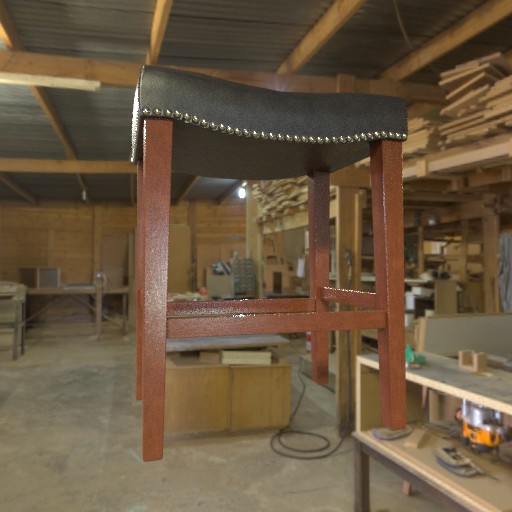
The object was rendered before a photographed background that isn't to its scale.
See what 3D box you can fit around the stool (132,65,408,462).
[{"bbox_3d":[0.000,0.000,0.939,0.504,0.654,0.372,0,-1,-17],"label":"stool"}]
